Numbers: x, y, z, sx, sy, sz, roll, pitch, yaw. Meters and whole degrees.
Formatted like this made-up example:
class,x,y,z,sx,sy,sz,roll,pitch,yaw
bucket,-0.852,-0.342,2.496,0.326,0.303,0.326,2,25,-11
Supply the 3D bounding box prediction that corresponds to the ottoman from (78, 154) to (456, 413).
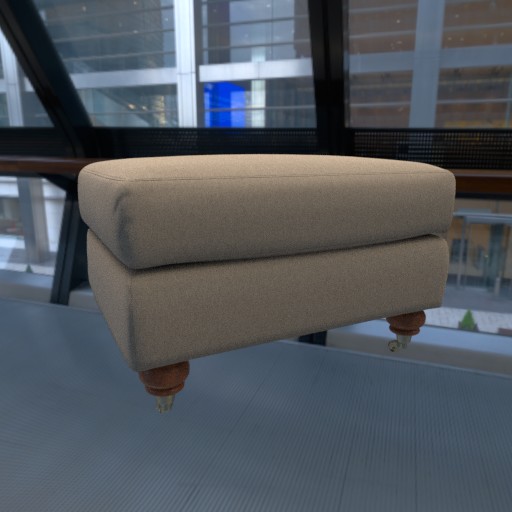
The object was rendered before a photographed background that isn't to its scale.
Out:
class,x,y,z,sx,sy,sz,roll,pitch,yaw
ottoman,0.000,0.000,1.112,0.773,0.497,0.574,-7,15,-26
